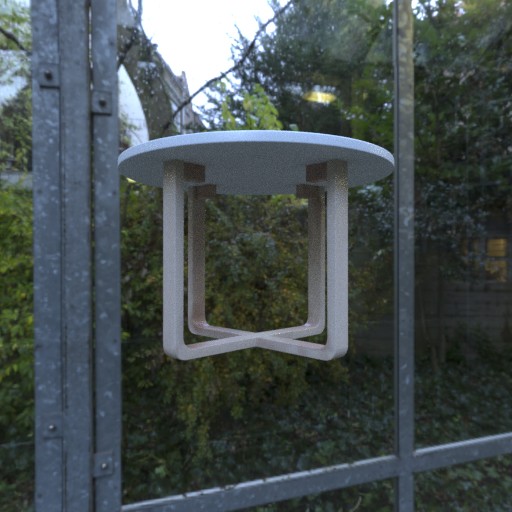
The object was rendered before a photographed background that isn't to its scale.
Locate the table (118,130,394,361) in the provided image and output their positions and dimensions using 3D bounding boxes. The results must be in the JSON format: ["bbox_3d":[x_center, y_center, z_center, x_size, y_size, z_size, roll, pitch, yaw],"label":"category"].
[{"bbox_3d":[0.000,0.000,1.007,0.600,0.400,0.600,0,0,0],"label":"table"}]
